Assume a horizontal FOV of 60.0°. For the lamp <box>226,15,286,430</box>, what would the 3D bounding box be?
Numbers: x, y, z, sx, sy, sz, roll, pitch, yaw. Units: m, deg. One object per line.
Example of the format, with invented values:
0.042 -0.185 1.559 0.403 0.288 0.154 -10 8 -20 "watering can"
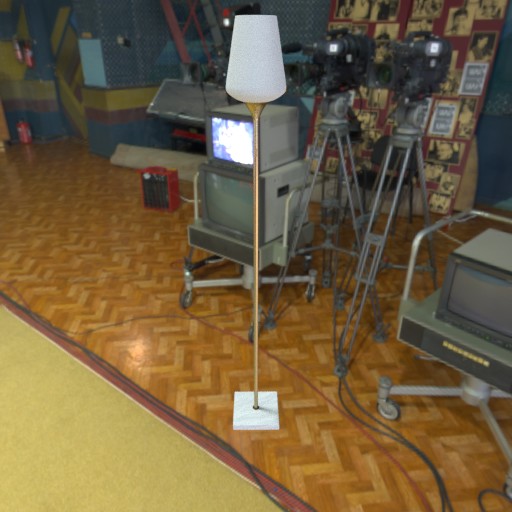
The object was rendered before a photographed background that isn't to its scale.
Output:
0.000 0.000 1.903 0.229 1.813 0.232 0 26 0 "lamp"
